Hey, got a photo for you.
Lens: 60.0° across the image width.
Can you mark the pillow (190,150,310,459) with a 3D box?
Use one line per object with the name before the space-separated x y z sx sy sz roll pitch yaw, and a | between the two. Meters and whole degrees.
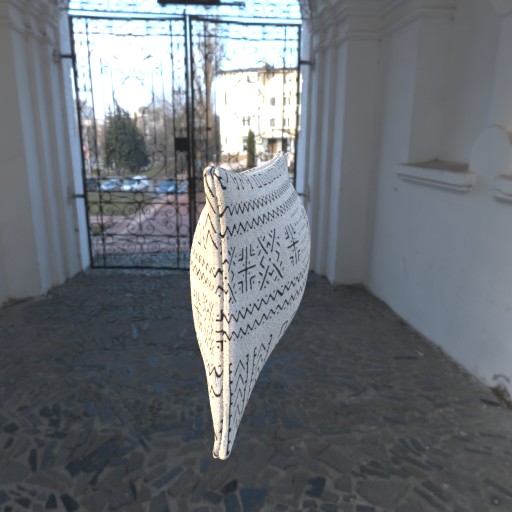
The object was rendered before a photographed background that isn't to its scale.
pillow | 0.000 0.000 0.790 0.188 0.352 0.637 3 15 9
